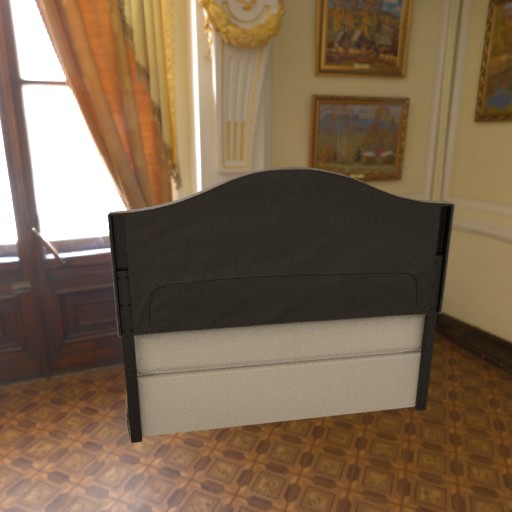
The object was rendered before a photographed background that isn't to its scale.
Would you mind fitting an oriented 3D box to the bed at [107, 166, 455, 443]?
[{"bbox_3d":[0.000,0.000,2.956,1.610,1.295,1.870,-3,16,-10],"label":"bed"}]
